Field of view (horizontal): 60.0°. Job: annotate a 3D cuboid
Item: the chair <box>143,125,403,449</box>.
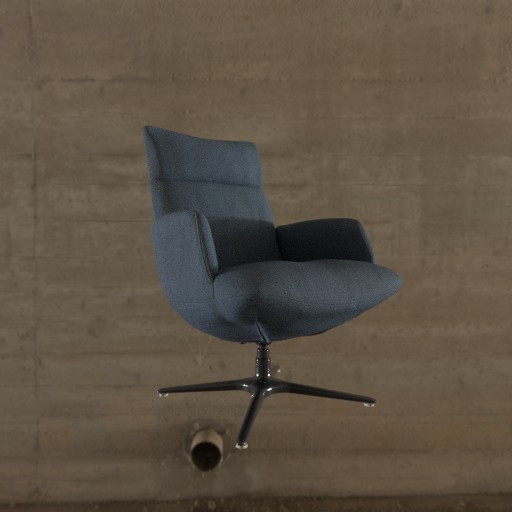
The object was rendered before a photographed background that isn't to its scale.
[{"bbox_3d":[0.000,0.000,1.587,0.711,1.016,0.889,-1,2,-36],"label":"chair"}]
